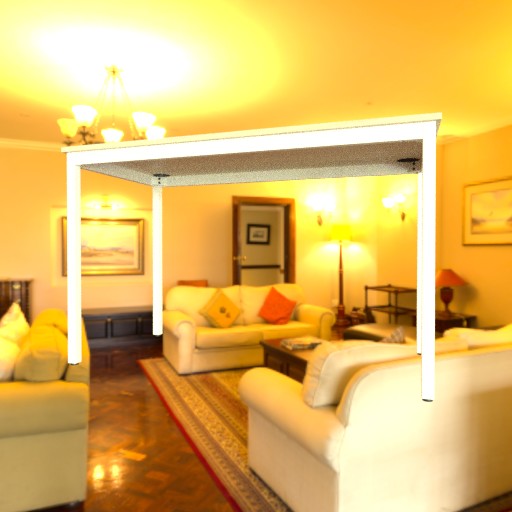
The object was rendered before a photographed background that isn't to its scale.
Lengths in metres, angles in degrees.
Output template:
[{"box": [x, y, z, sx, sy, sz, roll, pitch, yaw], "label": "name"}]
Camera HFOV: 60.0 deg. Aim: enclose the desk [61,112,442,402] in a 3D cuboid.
[{"box": [0.000, 0.000, 1.608, 1.200, 0.750, 0.600, 0, 1, 19], "label": "desk"}]
